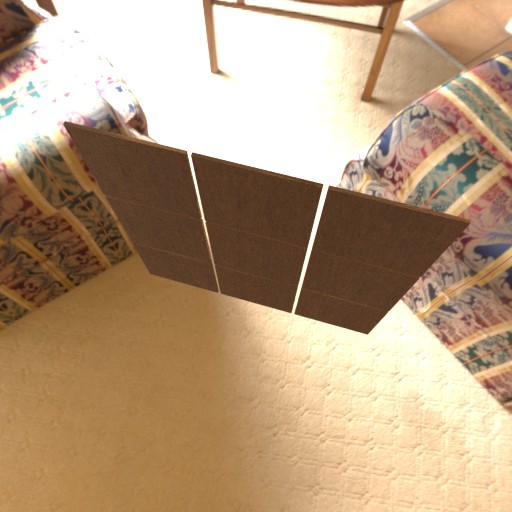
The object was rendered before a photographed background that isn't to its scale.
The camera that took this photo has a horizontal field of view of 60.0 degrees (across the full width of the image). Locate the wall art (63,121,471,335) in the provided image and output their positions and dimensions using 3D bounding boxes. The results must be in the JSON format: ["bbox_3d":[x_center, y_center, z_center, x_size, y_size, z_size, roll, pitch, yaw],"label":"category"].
[{"bbox_3d":[0.000,0.000,1.826,1.215,1.213,0.013,15,67,7],"label":"wall art"}]
